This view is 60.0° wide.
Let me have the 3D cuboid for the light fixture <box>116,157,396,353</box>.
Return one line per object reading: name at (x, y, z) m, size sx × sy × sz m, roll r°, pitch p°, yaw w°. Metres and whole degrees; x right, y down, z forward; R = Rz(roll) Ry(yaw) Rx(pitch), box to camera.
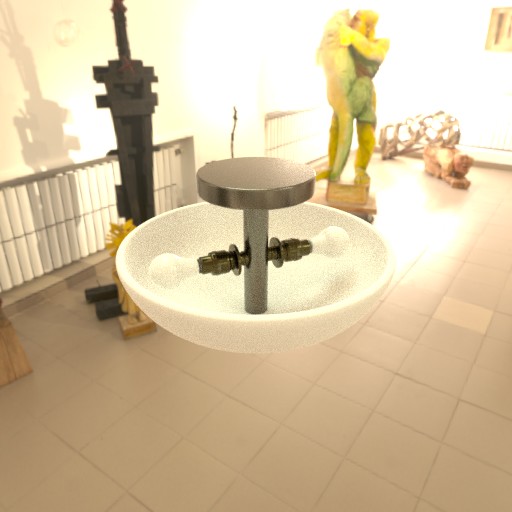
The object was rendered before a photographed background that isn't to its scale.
light fixture at (0.000, 0.000, 0.548) m, size 0.330 × 0.214 × 0.330 m, roll 0°, pitch 27°, yaw 0°
